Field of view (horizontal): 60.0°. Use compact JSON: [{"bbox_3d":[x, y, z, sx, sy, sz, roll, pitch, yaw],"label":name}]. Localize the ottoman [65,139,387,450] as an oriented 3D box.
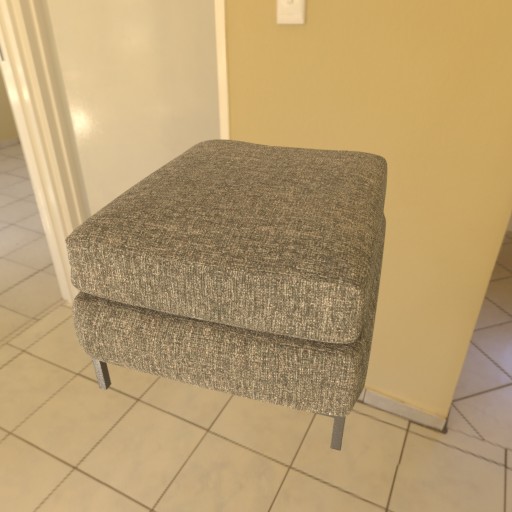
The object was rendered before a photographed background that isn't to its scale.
[{"bbox_3d":[0.000,0.000,1.242,0.683,0.480,0.828,9,32,15],"label":"ottoman"}]
